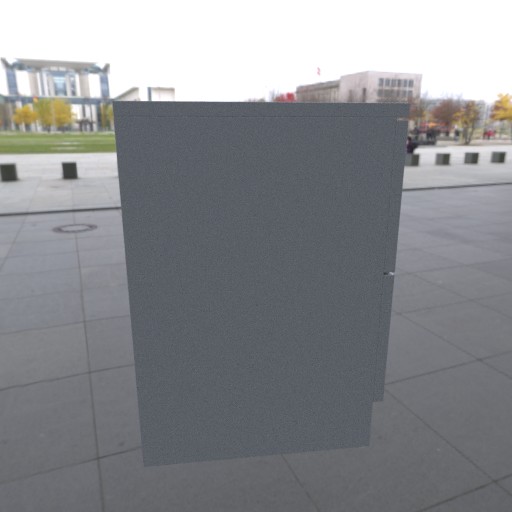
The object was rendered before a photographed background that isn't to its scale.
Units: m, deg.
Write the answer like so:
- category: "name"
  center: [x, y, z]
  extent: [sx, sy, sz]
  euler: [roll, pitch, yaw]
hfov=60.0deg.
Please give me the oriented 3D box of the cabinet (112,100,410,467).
- category: "cabinet"
  center: [0.000, 0.000, 0.747]
  extent: [0.360, 0.470, 0.400]
  euler: [-2, 16, -7]
